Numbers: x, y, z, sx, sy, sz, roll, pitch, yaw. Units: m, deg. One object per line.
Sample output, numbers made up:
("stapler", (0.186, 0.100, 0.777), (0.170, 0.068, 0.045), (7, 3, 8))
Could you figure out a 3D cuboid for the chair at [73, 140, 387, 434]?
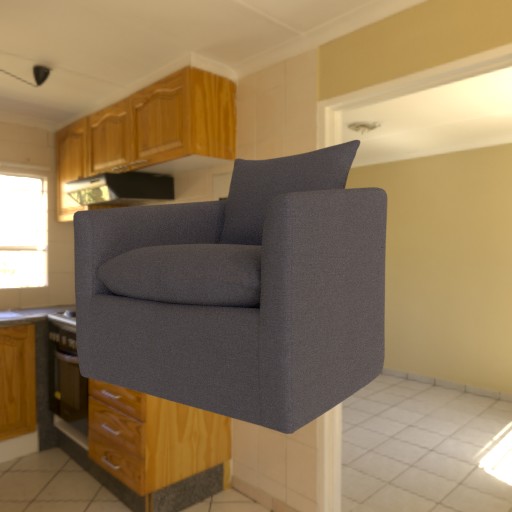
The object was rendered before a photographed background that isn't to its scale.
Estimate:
("chair", (0.000, 0.000, 1.570), (0.845, 0.848, 0.910), (1, 1, 35))
